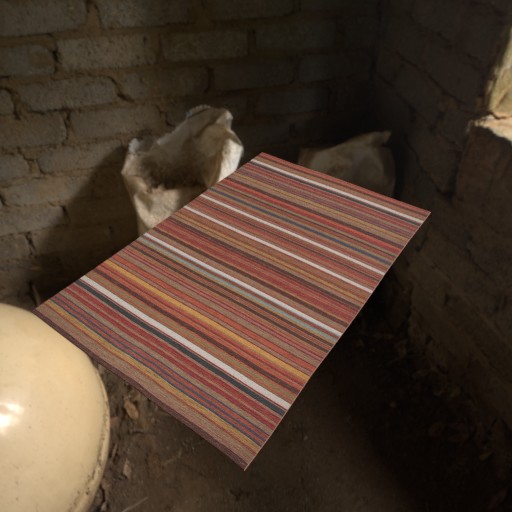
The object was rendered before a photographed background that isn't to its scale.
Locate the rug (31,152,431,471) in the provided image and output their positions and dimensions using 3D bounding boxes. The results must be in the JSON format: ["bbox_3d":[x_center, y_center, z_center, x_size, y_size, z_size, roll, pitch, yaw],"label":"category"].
[{"bbox_3d":[0.000,0.000,2.312,1.217,0.007,1.828,26,48,26],"label":"rug"}]
